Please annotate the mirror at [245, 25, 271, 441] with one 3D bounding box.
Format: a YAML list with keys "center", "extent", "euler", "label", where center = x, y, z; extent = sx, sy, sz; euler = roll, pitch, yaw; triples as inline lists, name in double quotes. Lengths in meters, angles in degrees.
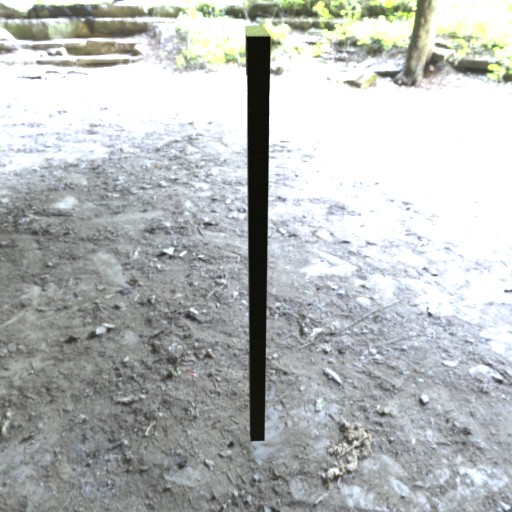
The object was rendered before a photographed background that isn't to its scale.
- center: [0.000, 0.000, 1.233]
  extent: [0.047, 1.123, 0.343]
  euler: [-1, 30, -1]
  label: "mirror"
